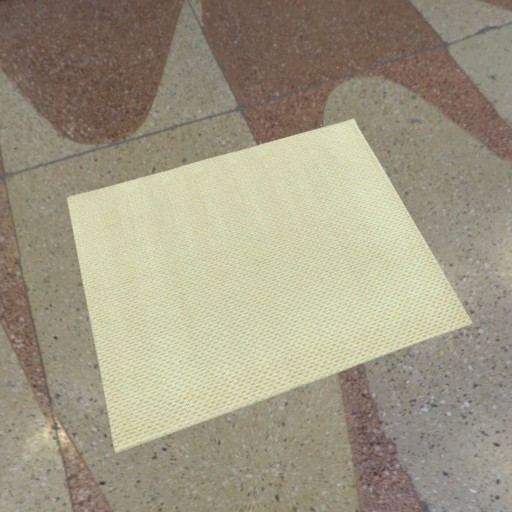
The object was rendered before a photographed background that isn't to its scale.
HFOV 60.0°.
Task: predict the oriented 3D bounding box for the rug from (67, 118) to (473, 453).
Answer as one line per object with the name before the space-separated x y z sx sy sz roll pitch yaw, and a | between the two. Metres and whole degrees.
rug | 0.000 0.000 3.805 2.897 0.035 2.277 -17 65 -8
